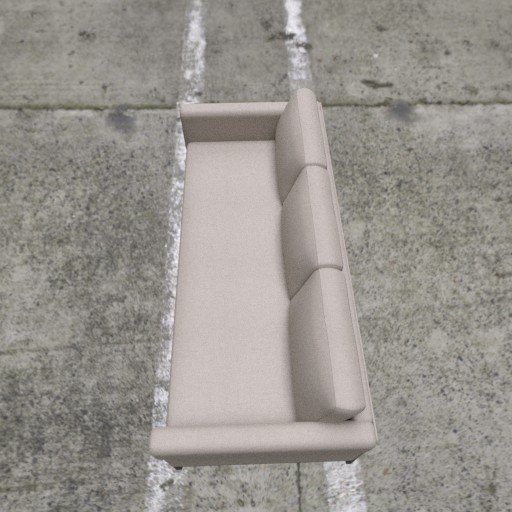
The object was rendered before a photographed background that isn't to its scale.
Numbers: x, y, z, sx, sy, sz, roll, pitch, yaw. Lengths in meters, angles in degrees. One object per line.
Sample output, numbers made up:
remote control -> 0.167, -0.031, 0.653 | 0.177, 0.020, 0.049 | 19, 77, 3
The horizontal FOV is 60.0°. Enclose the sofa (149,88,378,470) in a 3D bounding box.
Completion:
sofa -> 0.000, 0.000, 2.617 | 0.959, 0.838, 2.210 | -2, 57, -1
